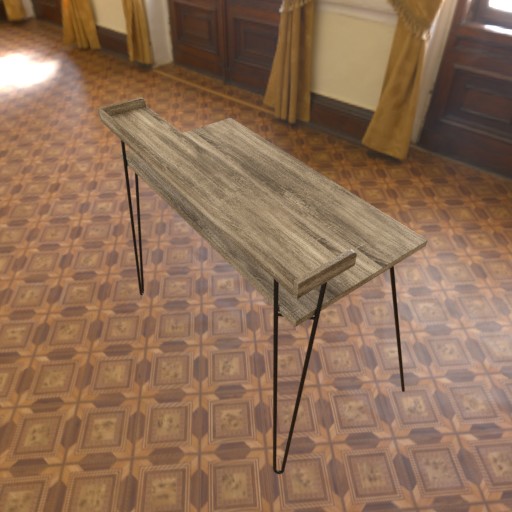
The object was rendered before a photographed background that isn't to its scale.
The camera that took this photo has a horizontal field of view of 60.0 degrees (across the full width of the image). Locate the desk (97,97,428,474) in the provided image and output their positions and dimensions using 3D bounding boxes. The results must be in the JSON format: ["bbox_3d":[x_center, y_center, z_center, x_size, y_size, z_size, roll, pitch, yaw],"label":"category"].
[{"bbox_3d":[0.000,0.000,1.606,0.605,0.899,1.135,-27,48,-26],"label":"desk"}]
